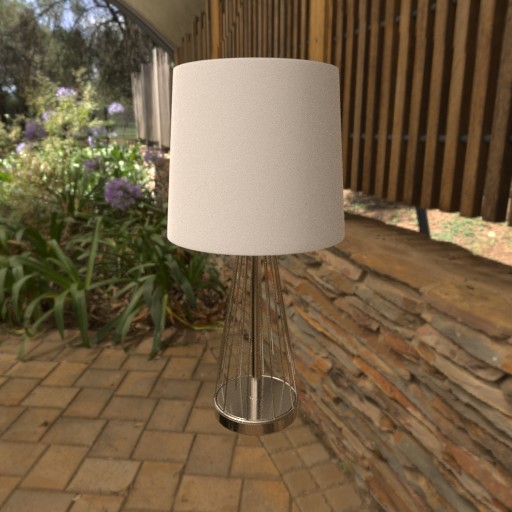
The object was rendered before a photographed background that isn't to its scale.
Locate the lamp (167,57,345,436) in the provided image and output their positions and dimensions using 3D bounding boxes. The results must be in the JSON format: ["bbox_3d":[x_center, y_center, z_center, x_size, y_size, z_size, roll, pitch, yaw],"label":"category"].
[{"bbox_3d":[0.000,0.000,0.782,0.303,0.618,0.303,0,15,0],"label":"lamp"}]
